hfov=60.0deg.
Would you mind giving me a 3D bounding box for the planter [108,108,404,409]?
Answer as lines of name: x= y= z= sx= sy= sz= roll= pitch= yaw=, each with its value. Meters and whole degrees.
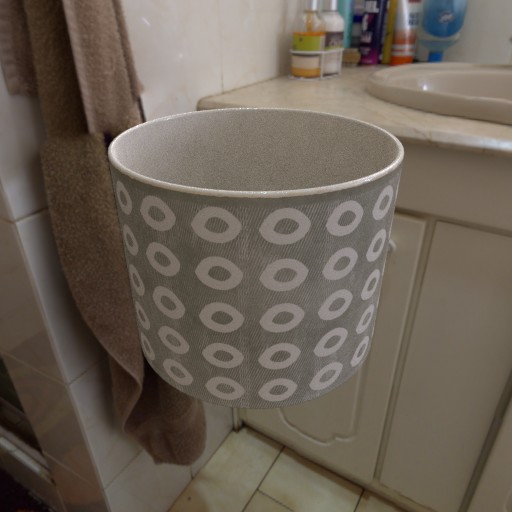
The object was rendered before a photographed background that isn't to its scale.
planter: x=0.000 y=0.000 z=0.341 sx=0.190 sy=0.181 sz=0.190 roll=0 pitch=30 yaw=0
